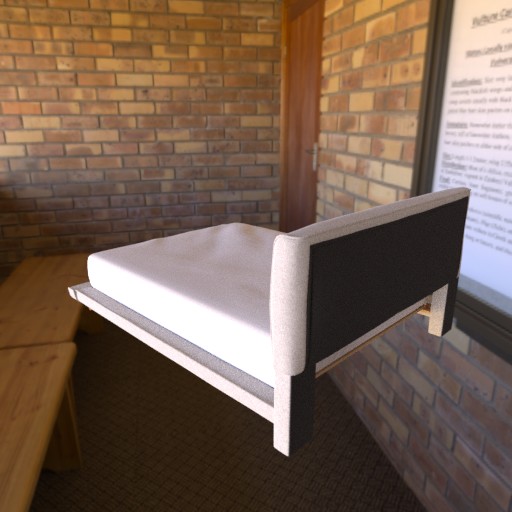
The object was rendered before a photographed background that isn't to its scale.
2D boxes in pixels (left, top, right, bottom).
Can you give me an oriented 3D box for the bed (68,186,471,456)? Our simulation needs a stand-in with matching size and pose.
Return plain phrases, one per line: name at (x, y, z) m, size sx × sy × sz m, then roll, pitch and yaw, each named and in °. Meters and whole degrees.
bed at (0.000, 0.000, 3.453) m, size 2.498 × 1.126 × 1.980 m, roll 16°, pitch 24°, yaw 42°
